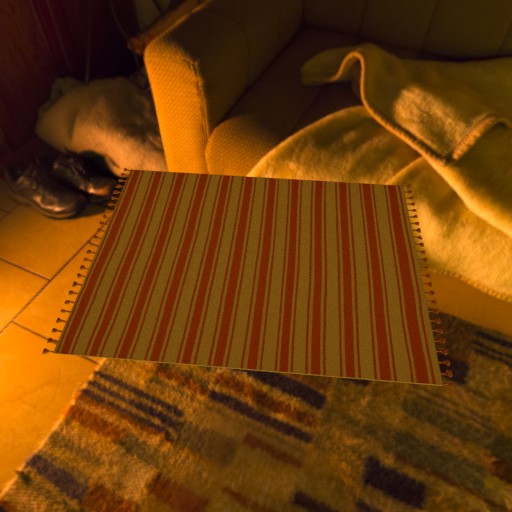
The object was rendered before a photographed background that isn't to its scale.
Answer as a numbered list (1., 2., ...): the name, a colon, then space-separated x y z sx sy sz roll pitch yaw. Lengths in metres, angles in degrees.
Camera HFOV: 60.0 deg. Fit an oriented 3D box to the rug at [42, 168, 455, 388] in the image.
1. rug: 0.000 0.000 4.379 3.369 0.035 2.451 4 50 3
